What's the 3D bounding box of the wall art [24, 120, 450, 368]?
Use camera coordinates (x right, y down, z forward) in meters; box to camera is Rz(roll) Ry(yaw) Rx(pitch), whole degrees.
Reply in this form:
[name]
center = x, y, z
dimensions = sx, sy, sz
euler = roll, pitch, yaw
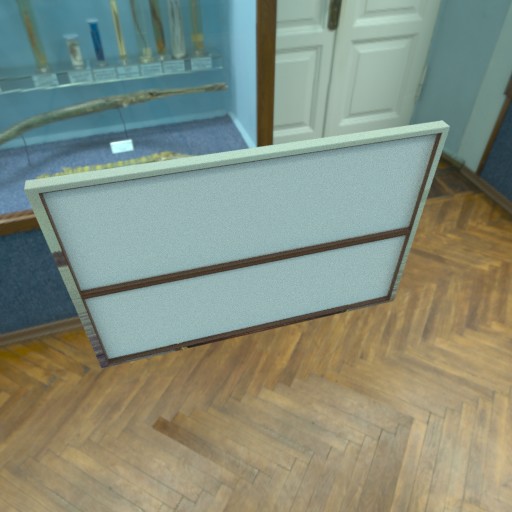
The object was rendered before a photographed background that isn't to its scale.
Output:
[wall art]
center = 0.000, 0.000, 1.434
dimensions = 1.149, 0.765, 0.040
euler = -11, 44, -11
